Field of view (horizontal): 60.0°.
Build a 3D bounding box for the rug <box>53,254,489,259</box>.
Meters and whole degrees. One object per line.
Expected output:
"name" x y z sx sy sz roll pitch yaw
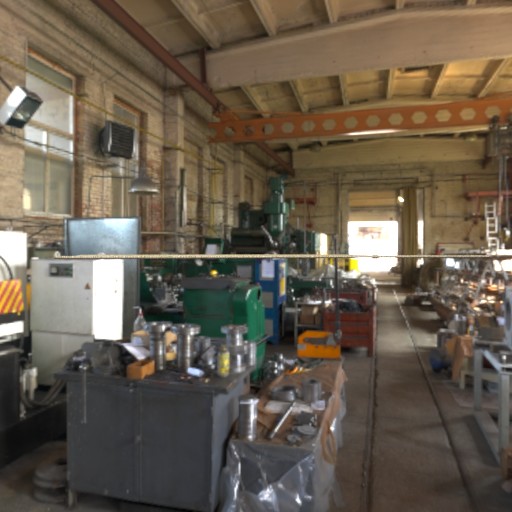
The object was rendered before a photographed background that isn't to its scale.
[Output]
"rug" 0.000 0.000 5.087 3.935 0.025 2.782 0 0 -18
